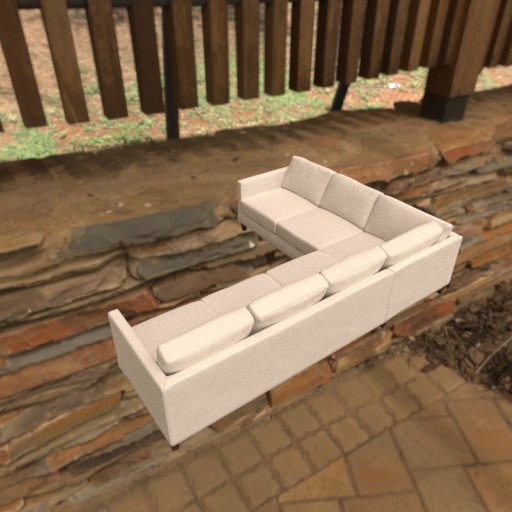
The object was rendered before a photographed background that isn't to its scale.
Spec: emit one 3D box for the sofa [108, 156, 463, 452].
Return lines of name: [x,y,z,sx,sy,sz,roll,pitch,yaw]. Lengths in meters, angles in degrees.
sofa: [0.000,0.000,4.413,3.182,0.863,2.432,-21,38,-30]
